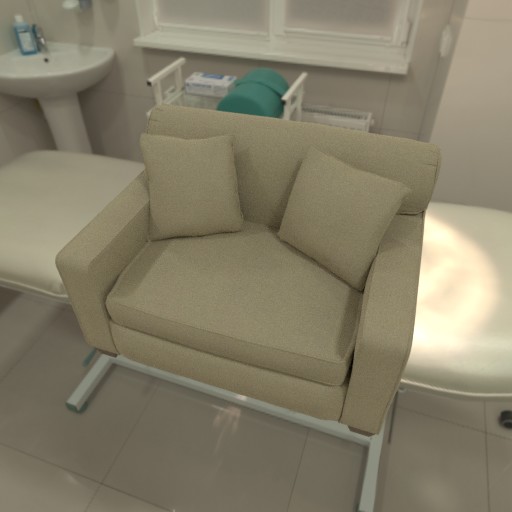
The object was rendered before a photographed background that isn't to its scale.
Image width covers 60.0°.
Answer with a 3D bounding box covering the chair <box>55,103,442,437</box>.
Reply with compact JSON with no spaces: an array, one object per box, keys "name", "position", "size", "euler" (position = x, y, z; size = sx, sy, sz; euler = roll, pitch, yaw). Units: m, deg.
[{"name":"chair","position":[0.000,0.000,2.008],"size":[1.383,0.948,1.000],"euler":[13,43,14]}]
